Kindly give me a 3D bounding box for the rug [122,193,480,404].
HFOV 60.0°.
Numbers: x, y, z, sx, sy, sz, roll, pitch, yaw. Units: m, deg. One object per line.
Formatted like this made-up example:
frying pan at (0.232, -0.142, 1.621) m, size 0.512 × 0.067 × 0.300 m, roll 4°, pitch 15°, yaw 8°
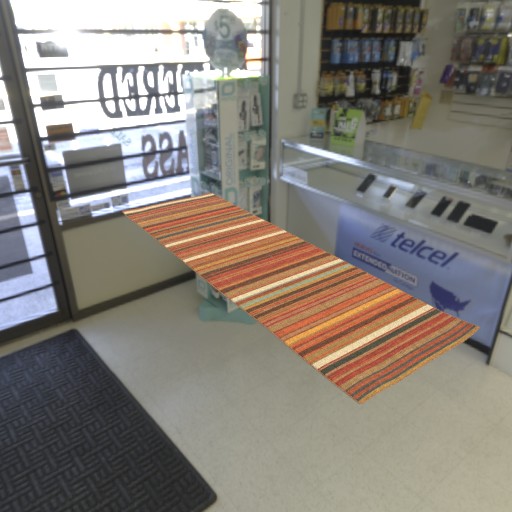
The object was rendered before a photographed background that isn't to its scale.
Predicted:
rug at (0.000, 0.000, 2.720) m, size 0.799 × 0.030 × 2.444 m, roll -18°, pitch 32°, yaw -31°
